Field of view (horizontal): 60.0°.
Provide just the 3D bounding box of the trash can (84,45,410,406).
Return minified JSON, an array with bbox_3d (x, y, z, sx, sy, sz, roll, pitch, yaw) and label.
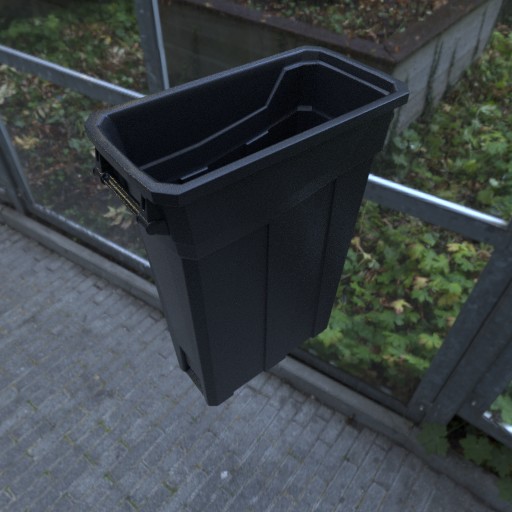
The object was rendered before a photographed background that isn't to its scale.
[{"bbox_3d":[0.000,0.000,1.041,0.559,0.762,0.281,-29,52,-26],"label":"trash can"}]
